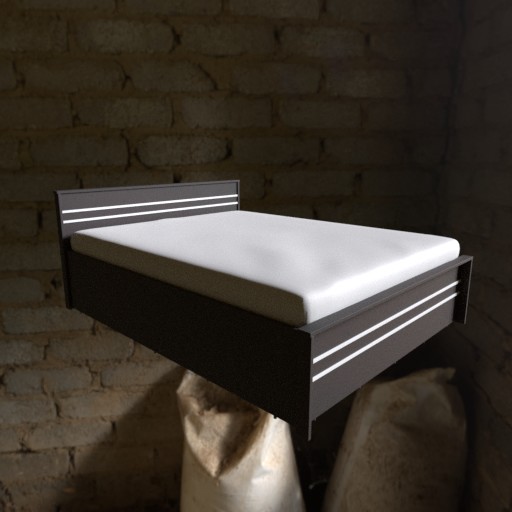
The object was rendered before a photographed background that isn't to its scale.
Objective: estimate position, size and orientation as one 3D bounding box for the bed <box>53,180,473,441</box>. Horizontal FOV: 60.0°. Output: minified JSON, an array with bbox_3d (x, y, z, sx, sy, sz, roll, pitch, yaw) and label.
[{"bbox_3d":[0.000,0.000,2.846,2.103,0.808,1.634,12,18,42],"label":"bed"}]
